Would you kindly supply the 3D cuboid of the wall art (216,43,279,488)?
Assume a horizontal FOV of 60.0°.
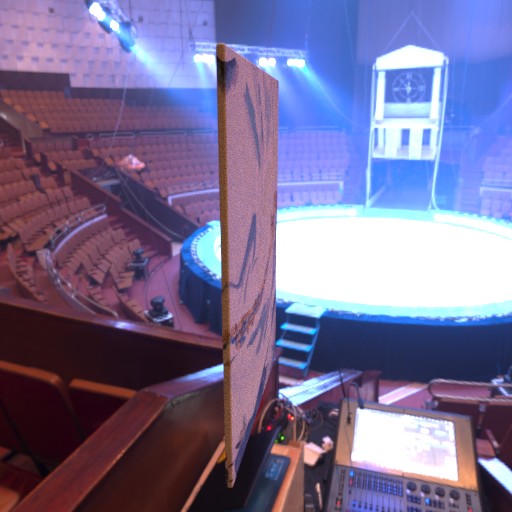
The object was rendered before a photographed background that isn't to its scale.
[{"bbox_3d":[0.000,0.000,1.155,0.016,0.914,0.610,3,16,11],"label":"wall art"}]
